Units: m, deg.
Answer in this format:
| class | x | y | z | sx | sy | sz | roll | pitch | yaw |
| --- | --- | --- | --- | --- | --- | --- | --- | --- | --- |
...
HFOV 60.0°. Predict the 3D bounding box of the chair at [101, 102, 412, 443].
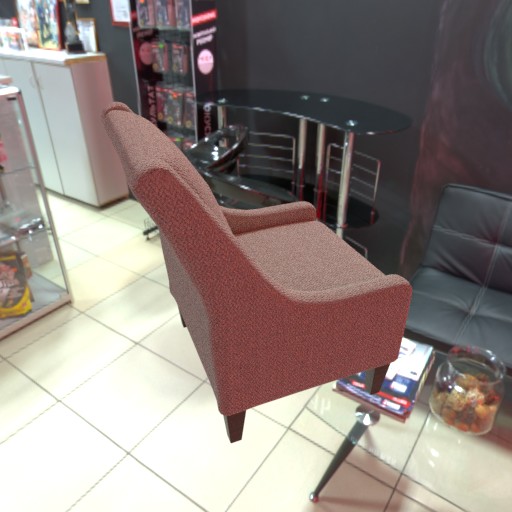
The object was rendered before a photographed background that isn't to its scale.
| class | x | y | z | sx | sy | sz | roll | pitch | yaw |
| --- | --- | --- | --- | --- | --- | --- | --- | --- | --- |
| chair | 0.000 | 0.000 | 1.623 | 0.870 | 1.014 | 0.774 | -12 | 33 | -19 |
